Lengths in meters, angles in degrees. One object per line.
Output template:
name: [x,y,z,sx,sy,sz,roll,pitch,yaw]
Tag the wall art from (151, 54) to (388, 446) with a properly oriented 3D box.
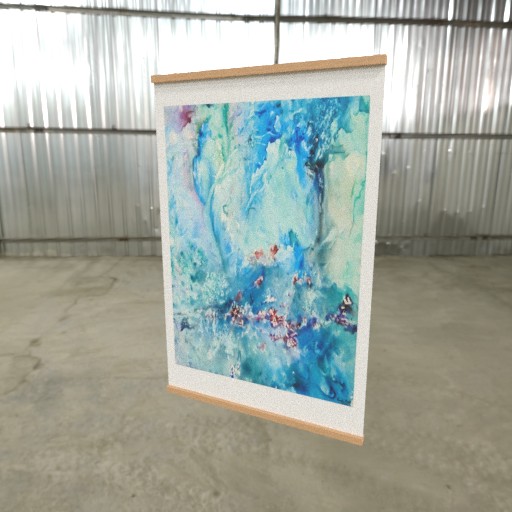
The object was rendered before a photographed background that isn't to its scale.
wall art: [0.000,0.000,0.767,0.401,0.611,0.016,6,15,25]
